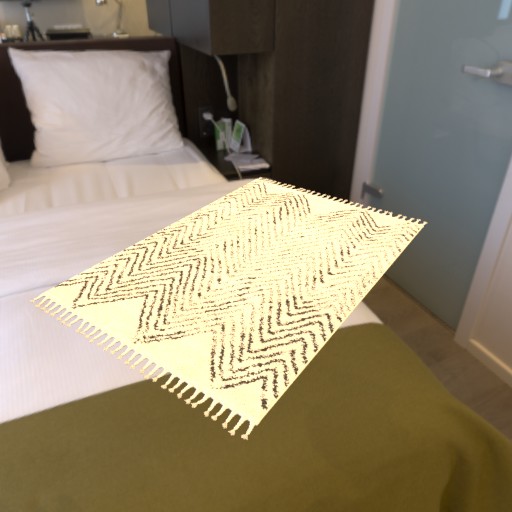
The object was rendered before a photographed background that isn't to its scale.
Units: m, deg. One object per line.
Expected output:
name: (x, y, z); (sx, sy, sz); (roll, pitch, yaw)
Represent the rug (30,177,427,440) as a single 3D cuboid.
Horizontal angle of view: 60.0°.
rug: (0.000, 0.000, 2.330); (1.230, 0.014, 1.847); (21, 38, 30)
